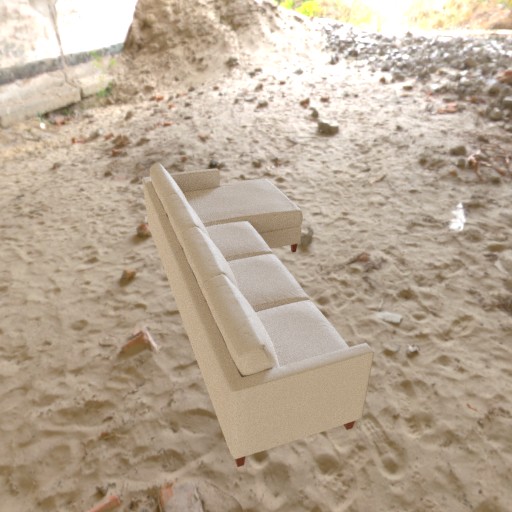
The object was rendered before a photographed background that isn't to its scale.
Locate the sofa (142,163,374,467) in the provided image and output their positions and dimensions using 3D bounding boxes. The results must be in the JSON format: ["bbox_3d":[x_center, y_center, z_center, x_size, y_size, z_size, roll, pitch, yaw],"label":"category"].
[{"bbox_3d":[0.000,0.000,4.189,1.606,0.954,3.471,-11,33,-17],"label":"sofa"}]
